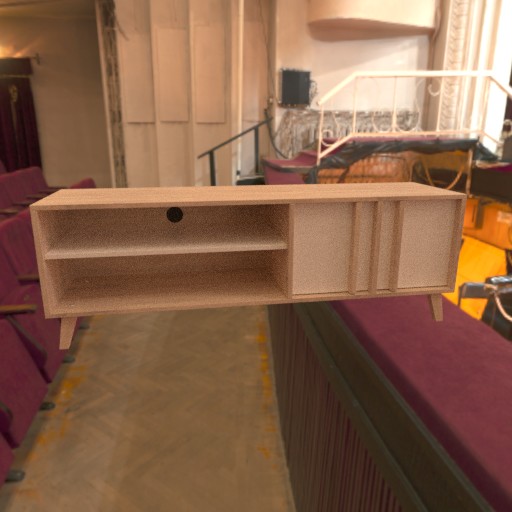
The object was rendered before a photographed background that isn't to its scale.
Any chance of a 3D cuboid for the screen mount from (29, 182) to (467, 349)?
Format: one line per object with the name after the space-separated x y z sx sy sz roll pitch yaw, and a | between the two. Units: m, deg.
0.000 0.000 1.760 1.500 0.510 0.400 -3 16 -9 | screen mount
